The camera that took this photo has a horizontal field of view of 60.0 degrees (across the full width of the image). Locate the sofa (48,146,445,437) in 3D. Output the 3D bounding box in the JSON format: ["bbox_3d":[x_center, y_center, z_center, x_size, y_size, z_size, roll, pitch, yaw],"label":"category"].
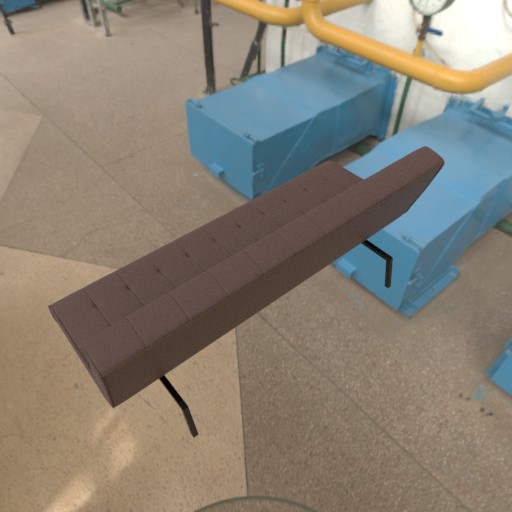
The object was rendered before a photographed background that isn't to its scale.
[{"bbox_3d":[0.000,0.000,2.042,1.703,0.699,0.747,-31,53,-26],"label":"sofa"}]
